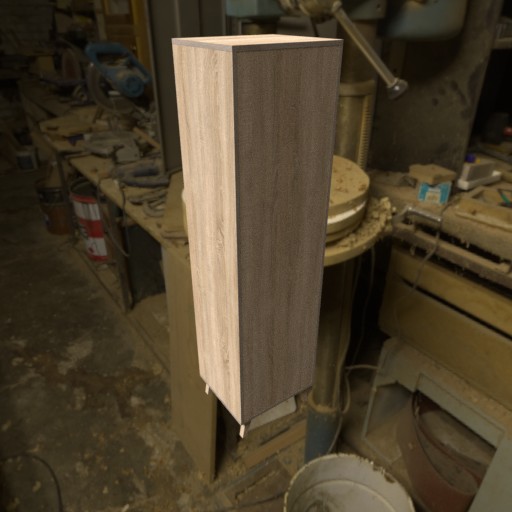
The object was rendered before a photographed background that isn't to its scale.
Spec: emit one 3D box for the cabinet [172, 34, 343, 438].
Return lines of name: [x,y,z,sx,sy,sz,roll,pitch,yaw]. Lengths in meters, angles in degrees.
cabinet: [0.000,0.000,2.226,0.510,1.960,0.450,-19,35,-30]
